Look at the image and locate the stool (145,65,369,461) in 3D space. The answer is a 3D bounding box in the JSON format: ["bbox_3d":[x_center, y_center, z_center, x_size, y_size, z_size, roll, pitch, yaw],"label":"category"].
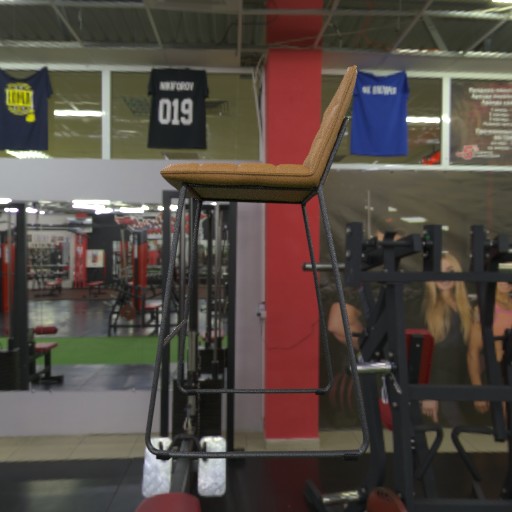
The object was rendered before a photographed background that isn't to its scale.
[{"bbox_3d":[0.000,0.000,1.254,0.524,0.936,0.489,0,1,0],"label":"stool"}]
